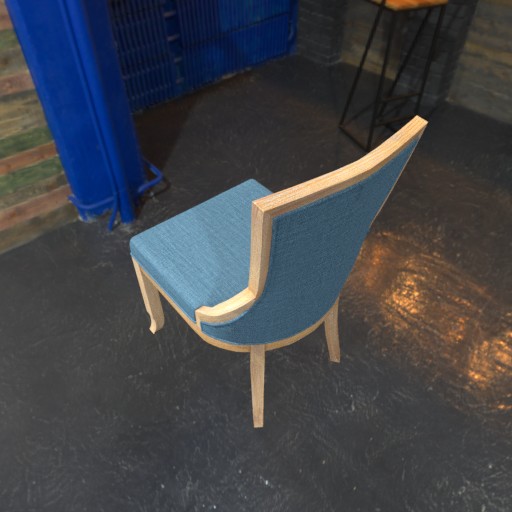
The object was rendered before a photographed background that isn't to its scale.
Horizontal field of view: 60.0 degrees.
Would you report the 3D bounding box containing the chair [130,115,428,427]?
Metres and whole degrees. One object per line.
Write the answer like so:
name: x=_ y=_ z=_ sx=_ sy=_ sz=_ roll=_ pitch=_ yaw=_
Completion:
chair: x=0.000 y=0.000 z=1.309 sx=0.524 sy=0.947 sz=0.641 roll=-31 pitch=53 yaw=-27
